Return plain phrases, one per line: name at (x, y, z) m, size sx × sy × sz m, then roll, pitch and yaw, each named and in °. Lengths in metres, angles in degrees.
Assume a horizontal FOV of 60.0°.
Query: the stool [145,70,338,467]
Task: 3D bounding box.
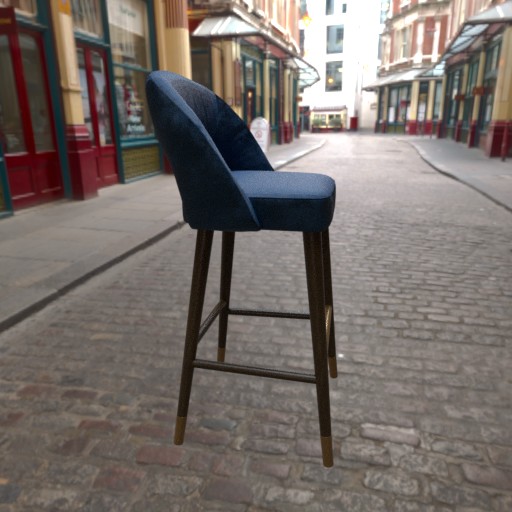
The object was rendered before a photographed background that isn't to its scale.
stool at (0.000, 0.000, 1.305) m, size 0.515 × 1.016 × 0.514 m, roll 3°, pitch 17°, yaw 11°
